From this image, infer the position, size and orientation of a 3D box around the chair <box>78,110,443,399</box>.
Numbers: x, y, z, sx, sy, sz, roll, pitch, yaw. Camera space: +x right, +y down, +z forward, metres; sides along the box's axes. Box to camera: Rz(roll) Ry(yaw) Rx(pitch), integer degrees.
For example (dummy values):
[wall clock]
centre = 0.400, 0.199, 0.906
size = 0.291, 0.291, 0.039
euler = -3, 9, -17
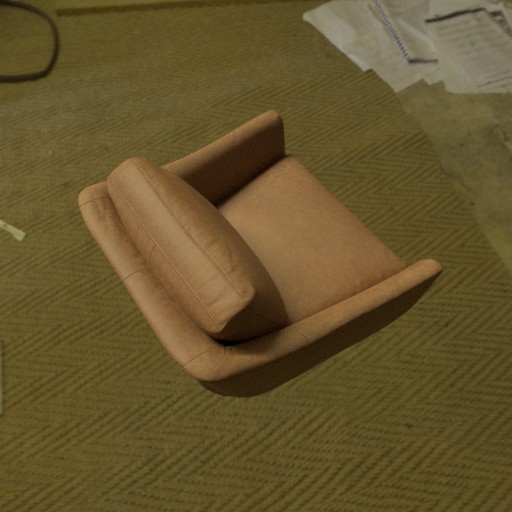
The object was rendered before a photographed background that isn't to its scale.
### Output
[chair]
centre = 0.000, 0.000, 1.721
size = 0.963, 0.895, 0.988
euler = -32, 65, -17
